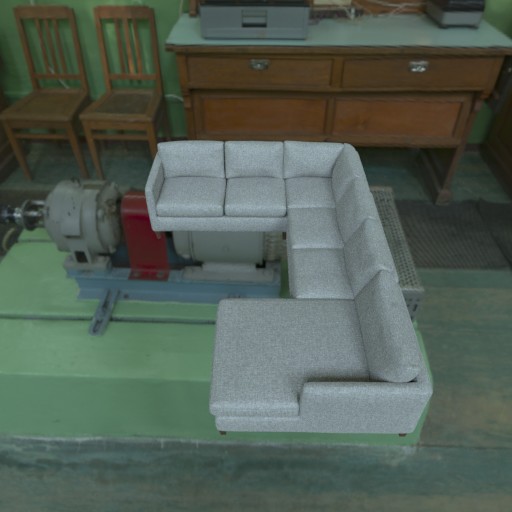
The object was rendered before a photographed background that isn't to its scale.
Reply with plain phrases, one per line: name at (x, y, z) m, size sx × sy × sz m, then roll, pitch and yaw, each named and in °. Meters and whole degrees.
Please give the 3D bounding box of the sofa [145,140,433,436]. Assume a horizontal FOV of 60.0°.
sofa at (0.000, 0.000, 4.563) m, size 2.593 × 0.959 × 3.460 m, roll 0°, pitch 43°, yaw 0°
